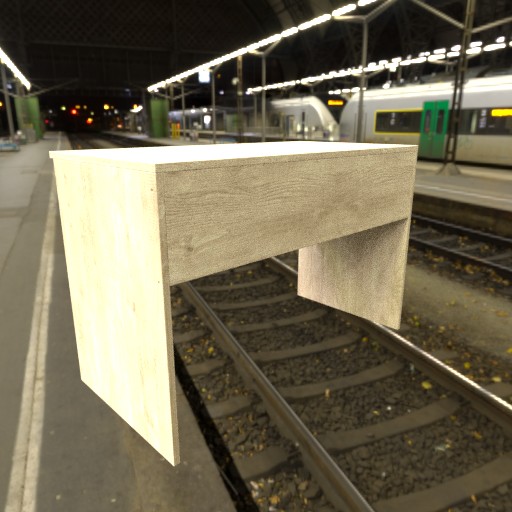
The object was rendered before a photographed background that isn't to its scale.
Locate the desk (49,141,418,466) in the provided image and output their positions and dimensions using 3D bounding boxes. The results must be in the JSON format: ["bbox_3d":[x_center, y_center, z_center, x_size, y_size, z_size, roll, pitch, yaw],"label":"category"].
[{"bbox_3d":[0.000,0.000,1.541,1.100,0.730,0.560,-15,23,-42],"label":"desk"}]
